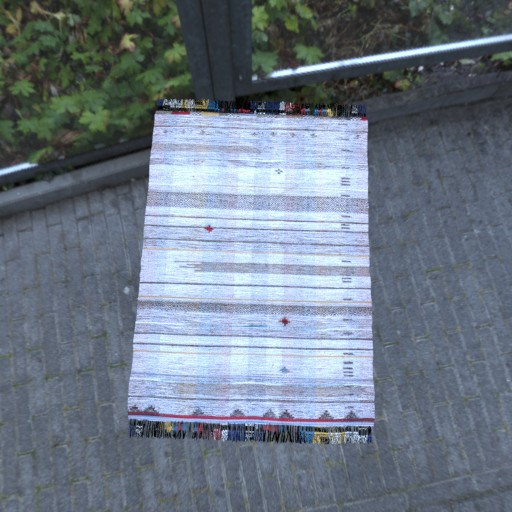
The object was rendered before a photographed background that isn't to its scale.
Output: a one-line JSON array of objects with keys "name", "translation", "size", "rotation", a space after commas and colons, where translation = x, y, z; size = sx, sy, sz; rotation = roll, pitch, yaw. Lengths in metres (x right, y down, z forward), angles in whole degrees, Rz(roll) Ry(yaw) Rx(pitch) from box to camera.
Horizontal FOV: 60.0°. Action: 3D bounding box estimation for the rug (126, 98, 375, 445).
[{"name": "rug", "translation": [0.000, 0.000, 2.335], "size": [1.217, 0.012, 1.848], "rotation": [2, 77, 0]}]
